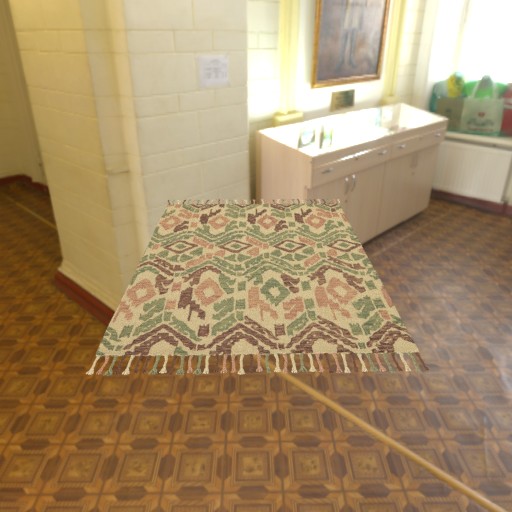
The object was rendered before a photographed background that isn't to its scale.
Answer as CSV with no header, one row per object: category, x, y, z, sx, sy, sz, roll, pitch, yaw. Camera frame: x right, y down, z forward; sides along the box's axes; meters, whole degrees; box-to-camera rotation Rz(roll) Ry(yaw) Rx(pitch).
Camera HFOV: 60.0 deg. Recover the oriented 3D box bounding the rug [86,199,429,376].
rug,0.000,0.000,2.336,1.219,0.010,1.829,0,26,-1
